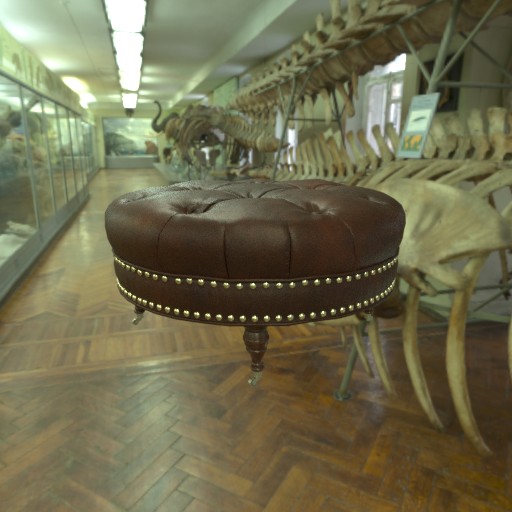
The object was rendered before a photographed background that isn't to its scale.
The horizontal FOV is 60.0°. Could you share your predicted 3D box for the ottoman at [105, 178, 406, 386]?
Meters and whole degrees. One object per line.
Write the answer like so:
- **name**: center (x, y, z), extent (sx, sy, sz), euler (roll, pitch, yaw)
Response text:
- **ottoman**: center (0.000, 0.000, 1.399), extent (0.901, 0.455, 0.901), euler (0, 15, 0)
